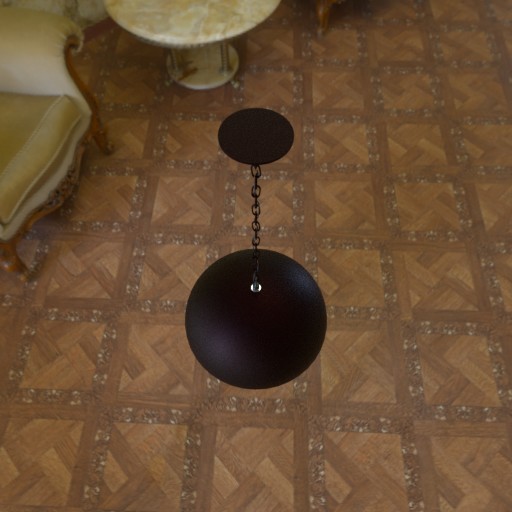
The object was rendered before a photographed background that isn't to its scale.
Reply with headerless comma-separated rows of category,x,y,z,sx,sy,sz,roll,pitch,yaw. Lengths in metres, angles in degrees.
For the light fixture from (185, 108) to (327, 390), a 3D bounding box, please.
light fixture,0.000,0.000,1.176,0.492,0.869,0.492,1,60,0
